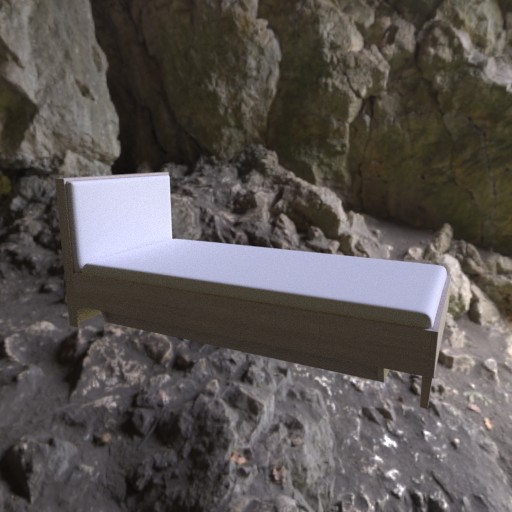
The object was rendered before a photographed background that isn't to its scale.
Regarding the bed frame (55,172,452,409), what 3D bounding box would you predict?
[{"bbox_3d":[0.000,0.000,2.673,2.140,0.920,0.990,6,14,25],"label":"bed frame"}]
